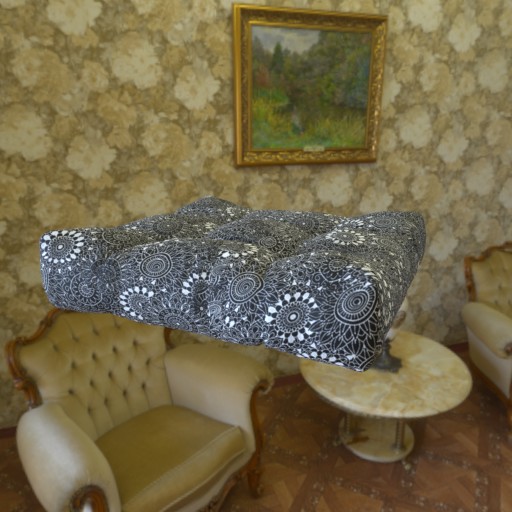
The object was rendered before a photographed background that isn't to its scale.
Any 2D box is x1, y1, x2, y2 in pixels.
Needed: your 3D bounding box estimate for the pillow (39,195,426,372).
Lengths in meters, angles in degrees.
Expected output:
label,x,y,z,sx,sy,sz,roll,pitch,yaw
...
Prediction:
label,x,y,z,sx,sy,sz,roll,pitch,yaw
pillow,0.000,0.000,0.729,0.490,0.128,0.468,7,17,25
